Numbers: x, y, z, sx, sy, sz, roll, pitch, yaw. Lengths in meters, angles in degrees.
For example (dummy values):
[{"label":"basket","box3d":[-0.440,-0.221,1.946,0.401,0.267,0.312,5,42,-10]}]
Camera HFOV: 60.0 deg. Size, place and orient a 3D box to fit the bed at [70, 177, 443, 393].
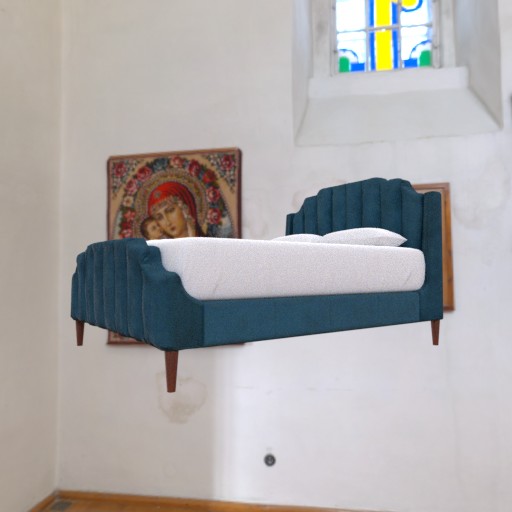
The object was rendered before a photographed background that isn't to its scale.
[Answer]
[{"label":"bed","box3d":[0.000,0.000,3.363,2.322,1.351,1.676,1,-2,-36]}]
